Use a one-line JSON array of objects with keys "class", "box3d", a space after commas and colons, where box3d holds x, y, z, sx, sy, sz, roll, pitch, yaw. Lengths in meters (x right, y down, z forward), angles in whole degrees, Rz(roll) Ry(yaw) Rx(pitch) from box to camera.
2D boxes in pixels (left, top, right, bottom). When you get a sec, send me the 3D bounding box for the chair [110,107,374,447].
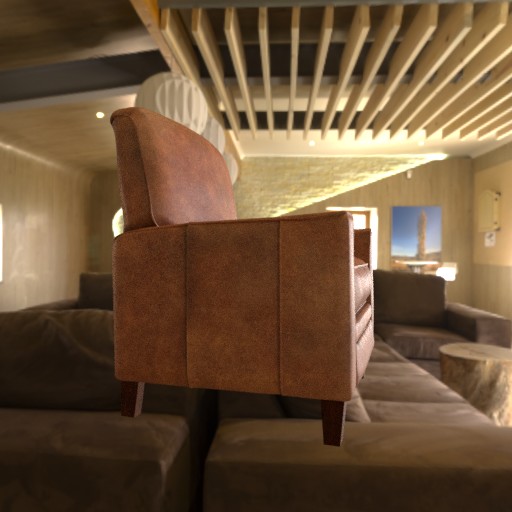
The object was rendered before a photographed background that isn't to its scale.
[{"class": "chair", "box3d": [0.000, 0.000, 1.671, 0.836, 1.043, 0.843, 0, 0, 19]}]
